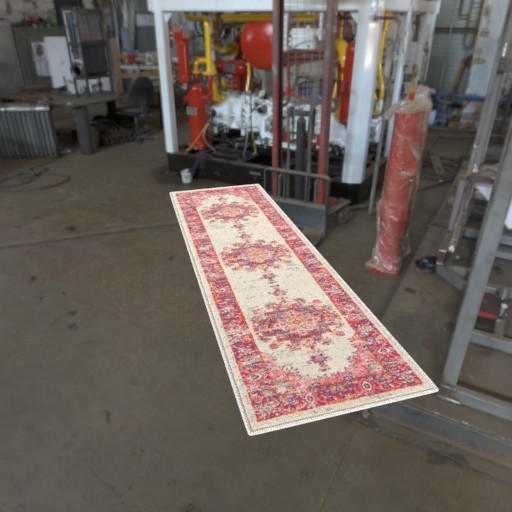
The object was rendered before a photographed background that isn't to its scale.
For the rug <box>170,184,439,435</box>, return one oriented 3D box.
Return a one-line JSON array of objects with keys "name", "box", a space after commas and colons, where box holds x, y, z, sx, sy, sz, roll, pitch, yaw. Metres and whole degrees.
[{"name": "rug", "box": [0.000, 0.000, 1.955, 0.562, 0.009, 1.824, -8, 29, -14]}]
